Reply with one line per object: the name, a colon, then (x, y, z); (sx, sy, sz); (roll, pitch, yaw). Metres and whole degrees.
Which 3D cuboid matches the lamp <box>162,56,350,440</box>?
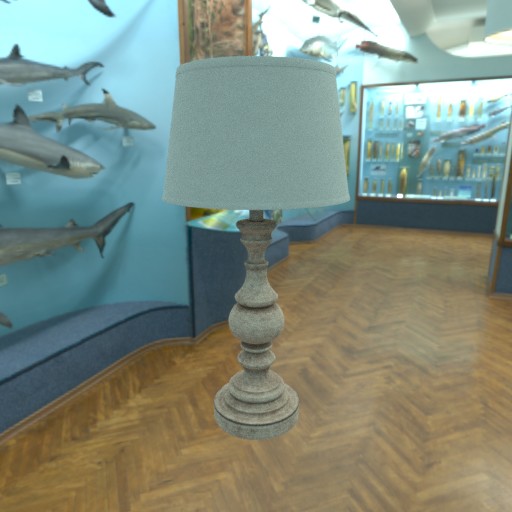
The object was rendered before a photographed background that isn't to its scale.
lamp: (0.000, 0.000, 0.844); (0.340, 0.678, 0.340); (0, 14, 0)
